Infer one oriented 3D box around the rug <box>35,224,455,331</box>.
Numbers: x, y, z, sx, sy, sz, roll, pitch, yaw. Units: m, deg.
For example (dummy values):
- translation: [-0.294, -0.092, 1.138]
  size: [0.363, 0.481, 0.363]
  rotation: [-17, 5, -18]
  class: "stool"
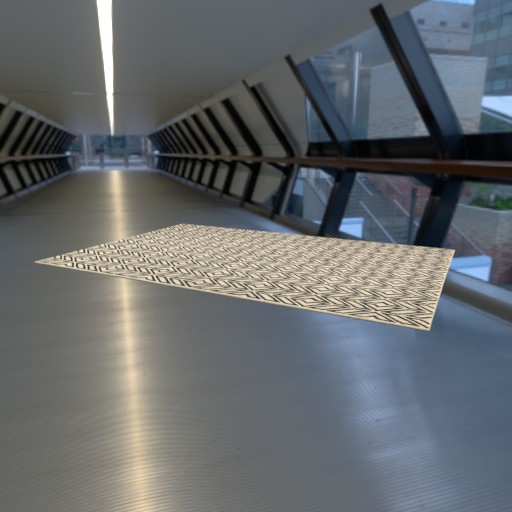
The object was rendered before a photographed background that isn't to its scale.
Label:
- translation: [0.000, 0.000, 2.304]
  size: [1.828, 0.007, 1.220]
  rotation: [7, 16, 26]
  class: "rug"
